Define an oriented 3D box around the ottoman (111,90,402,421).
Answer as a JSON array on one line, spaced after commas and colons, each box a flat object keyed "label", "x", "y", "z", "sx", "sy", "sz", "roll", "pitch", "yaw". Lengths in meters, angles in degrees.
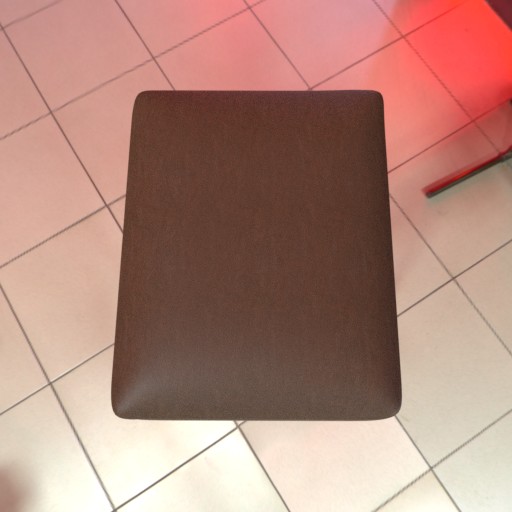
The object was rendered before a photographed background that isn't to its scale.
[{"label": "ottoman", "x": 0.000, "y": 0.000, "z": 1.167, "sx": 0.635, "sy": 0.508, "sz": 0.787, "roll": 0, "pitch": 76, "yaw": 0}]
